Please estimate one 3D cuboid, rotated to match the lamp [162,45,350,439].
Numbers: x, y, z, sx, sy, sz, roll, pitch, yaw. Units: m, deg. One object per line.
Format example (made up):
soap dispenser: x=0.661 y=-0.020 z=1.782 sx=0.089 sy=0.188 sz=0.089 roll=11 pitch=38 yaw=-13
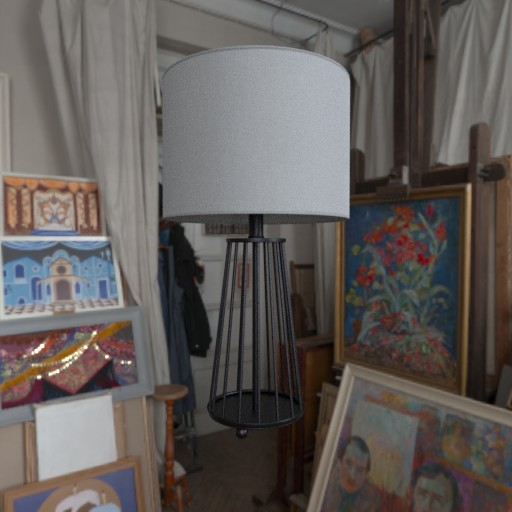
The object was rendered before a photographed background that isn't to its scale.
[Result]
lamp: x=0.000 y=0.000 z=0.782 sx=0.322 sy=0.593 sz=0.322 roll=0 pitch=1 yaw=19
